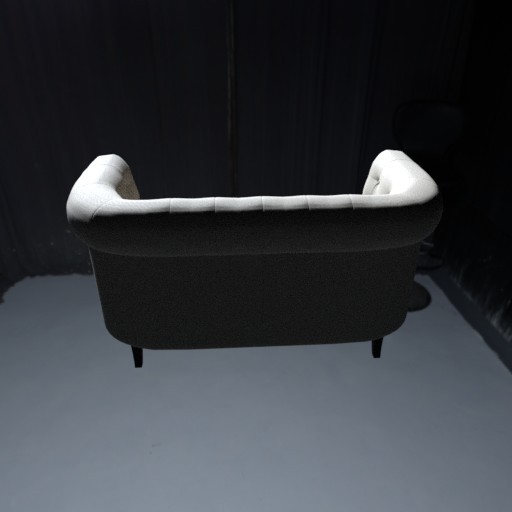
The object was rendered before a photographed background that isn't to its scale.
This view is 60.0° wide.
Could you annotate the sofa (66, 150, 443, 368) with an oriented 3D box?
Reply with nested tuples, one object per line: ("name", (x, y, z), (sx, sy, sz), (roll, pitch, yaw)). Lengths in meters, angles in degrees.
("sofa", (0.000, 0.000, 2.063), (1.558, 0.827, 0.835), (-2, 29, -3))
